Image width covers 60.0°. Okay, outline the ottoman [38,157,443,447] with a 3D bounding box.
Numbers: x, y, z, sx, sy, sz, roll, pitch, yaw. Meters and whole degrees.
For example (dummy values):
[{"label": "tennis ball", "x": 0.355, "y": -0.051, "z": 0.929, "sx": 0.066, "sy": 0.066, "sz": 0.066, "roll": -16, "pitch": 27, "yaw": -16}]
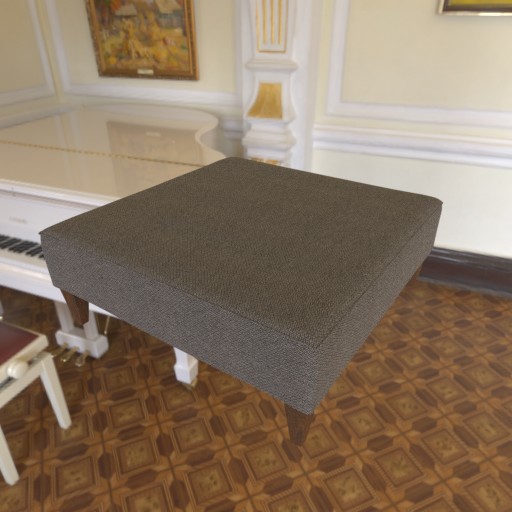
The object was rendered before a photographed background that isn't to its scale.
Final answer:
[{"label": "ottoman", "x": 0.000, "y": 0.000, "z": 1.534, "sx": 0.970, "sy": 0.378, "sz": 0.981, "roll": 18, "pitch": 34, "yaw": 30}]
